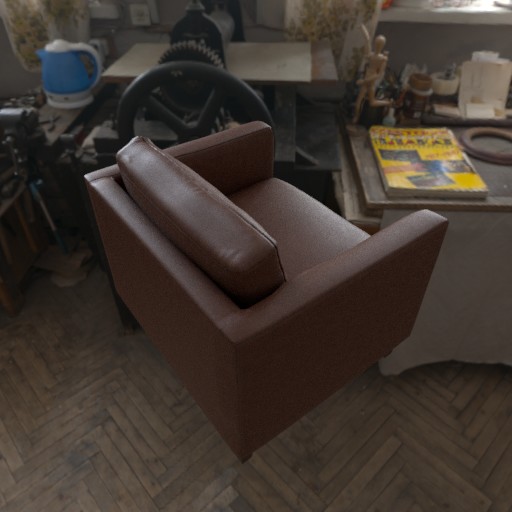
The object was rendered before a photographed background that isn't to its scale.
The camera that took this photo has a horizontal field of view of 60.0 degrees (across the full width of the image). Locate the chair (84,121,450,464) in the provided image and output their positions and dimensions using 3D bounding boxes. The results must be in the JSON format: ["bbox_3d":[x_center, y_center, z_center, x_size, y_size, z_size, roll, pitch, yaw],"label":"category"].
[{"bbox_3d":[0.000,0.000,1.852,0.959,0.917,1.107,-26,47,-27],"label":"chair"}]
